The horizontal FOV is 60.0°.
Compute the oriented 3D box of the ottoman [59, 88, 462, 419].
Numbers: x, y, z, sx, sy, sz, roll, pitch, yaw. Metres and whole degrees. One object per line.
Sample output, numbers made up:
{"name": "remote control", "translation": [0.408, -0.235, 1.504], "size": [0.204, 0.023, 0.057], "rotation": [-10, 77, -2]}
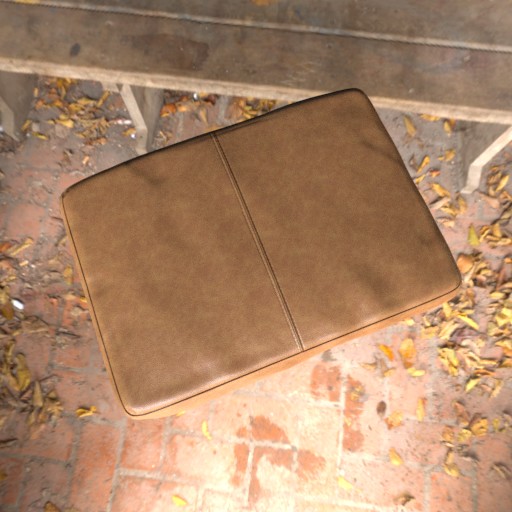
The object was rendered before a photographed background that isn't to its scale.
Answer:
{"name": "ottoman", "translation": [0.000, 0.000, 1.229], "size": [0.869, 0.461, 0.630], "rotation": [-21, 76, -5]}
